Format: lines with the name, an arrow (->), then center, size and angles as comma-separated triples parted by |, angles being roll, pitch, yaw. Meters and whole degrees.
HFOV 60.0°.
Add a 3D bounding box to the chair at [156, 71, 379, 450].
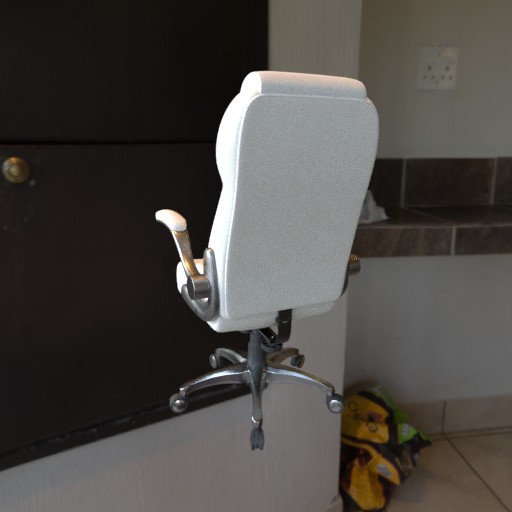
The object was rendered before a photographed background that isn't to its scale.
chair -> 0.000, 0.000, 1.848 | 0.755, 1.330, 0.806 | -7, 15, -26
